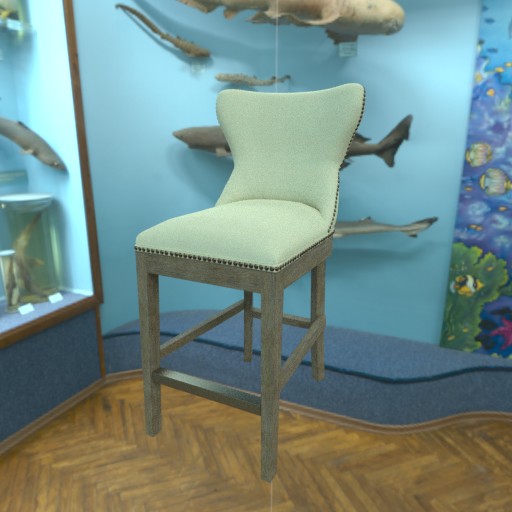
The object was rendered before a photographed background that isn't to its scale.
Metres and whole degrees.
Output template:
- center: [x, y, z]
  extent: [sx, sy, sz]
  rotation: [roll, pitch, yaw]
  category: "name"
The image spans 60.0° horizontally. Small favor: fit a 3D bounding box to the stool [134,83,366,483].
- center: [0.000, 0.000, 1.322]
  extent: [0.498, 0.981, 0.608]
  rotation: [8, 18, 26]
  category: "stool"
